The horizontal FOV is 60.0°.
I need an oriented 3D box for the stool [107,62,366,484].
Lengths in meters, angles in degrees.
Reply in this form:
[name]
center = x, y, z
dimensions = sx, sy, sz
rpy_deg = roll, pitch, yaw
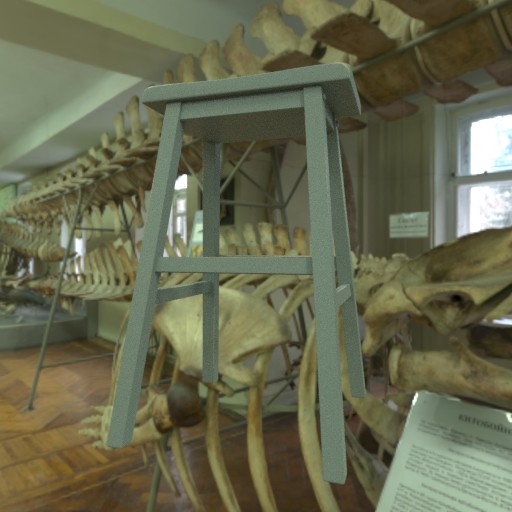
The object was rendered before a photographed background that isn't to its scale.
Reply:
[stool]
center = 0.000, 0.000, 1.013
dimensions = 0.457, 0.737, 0.476
rpy_deg = 0, 1, 18
